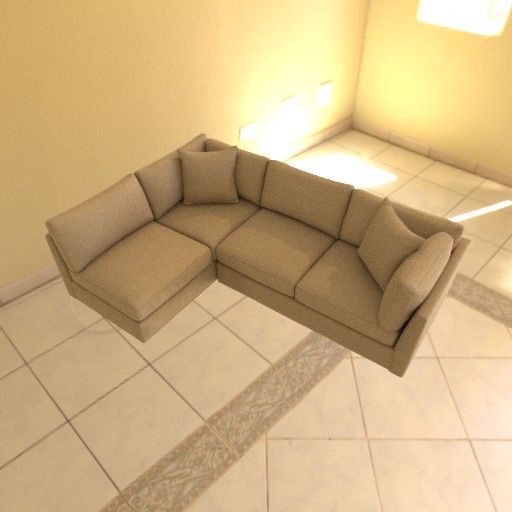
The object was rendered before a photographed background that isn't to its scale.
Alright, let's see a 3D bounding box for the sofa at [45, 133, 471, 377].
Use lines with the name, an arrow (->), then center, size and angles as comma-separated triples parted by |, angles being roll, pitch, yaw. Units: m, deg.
sofa -> 0.000, 0.000, 3.749 | 2.896, 0.978, 1.994 | 25, 47, 26
